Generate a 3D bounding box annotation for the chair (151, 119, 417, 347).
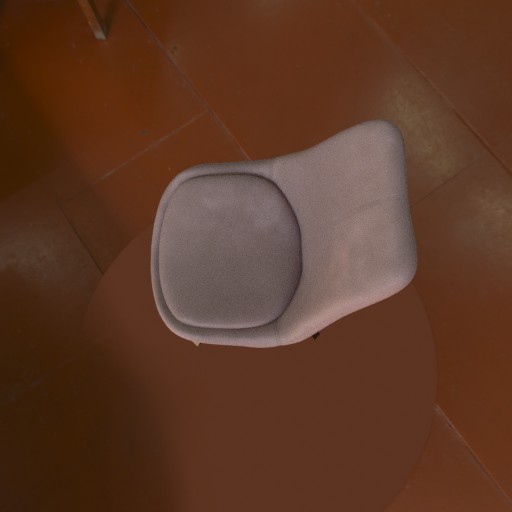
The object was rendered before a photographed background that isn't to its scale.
[{"bbox_3d":[0.000,0.000,1.184,0.547,0.865,0.483,-1,77,0],"label":"chair"}]
